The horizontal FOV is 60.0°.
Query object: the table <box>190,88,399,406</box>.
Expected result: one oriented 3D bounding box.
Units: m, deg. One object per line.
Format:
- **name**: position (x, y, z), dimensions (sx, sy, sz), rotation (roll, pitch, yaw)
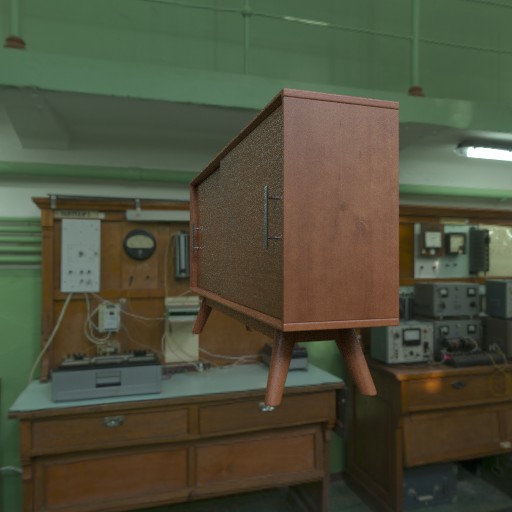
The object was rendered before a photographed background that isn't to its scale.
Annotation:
- **table**: position (0.000, 0.000, 1.542), dimensions (0.308, 0.698, 1.220), rotation (0, 0, -18)
